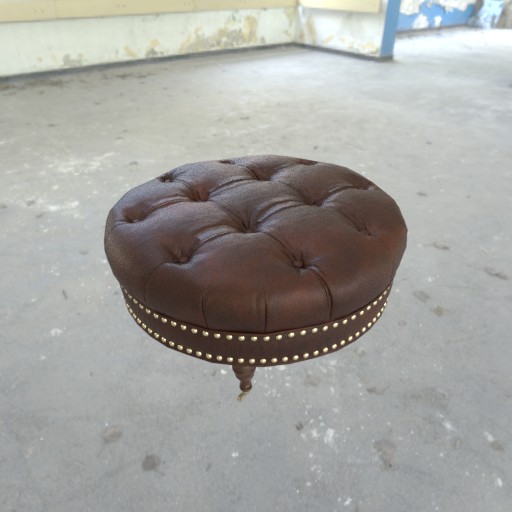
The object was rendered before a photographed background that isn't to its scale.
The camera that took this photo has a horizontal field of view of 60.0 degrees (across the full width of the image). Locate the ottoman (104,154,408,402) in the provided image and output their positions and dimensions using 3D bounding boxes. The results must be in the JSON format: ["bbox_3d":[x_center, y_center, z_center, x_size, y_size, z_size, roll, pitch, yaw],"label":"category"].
[{"bbox_3d":[0.000,0.000,1.423,0.901,0.455,0.901,0,33,0],"label":"ottoman"}]
